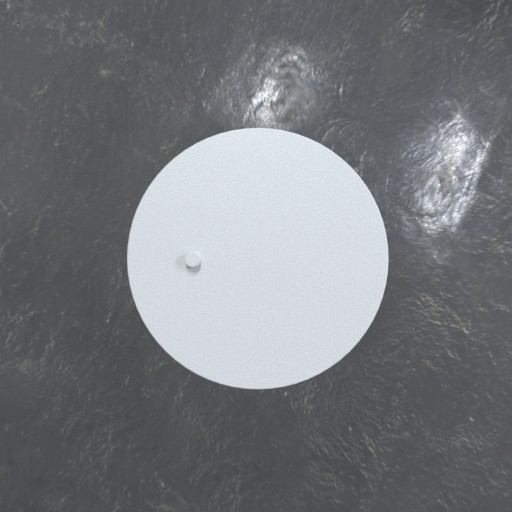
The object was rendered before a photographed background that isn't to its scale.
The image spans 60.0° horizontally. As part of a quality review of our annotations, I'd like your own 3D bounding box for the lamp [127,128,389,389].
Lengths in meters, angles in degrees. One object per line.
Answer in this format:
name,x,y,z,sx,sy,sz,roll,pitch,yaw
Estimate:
lamp,0.000,0.000,0.623,0.291,0.429,0.291,0,91,-1
